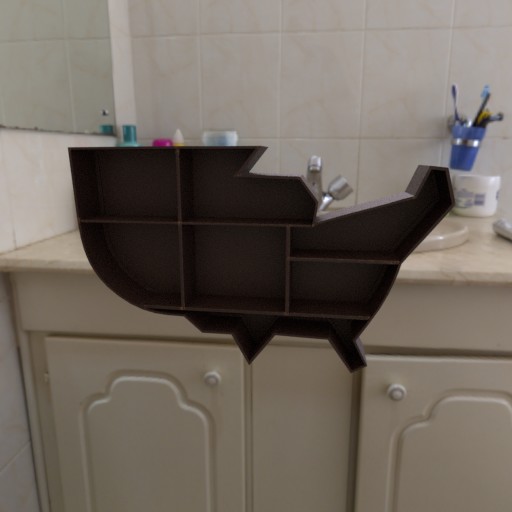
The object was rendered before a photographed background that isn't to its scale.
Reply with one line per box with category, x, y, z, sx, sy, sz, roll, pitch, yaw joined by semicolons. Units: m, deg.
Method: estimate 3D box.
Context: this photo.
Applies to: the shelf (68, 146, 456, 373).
shelf;0.000;0.000;0.915;0.729;0.439;0.112;2;13;9
